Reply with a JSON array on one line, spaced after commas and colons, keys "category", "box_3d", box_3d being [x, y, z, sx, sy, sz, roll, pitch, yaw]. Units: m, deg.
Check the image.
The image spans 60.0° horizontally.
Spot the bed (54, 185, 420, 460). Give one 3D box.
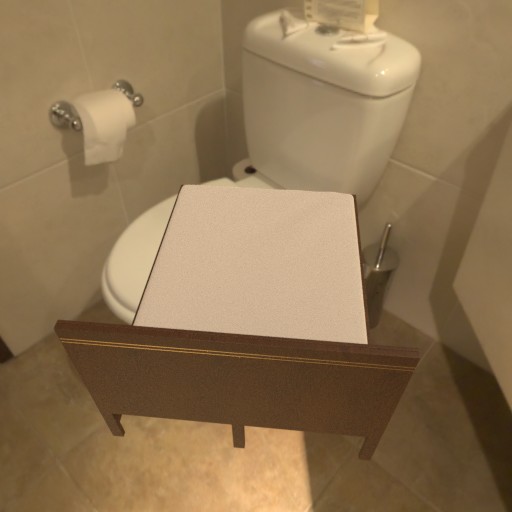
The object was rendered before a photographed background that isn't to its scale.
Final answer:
[{"category": "bed", "box_3d": [0.000, 0.000, 3.123, 1.613, 1.169, 2.221, 4, 46, 4]}]
